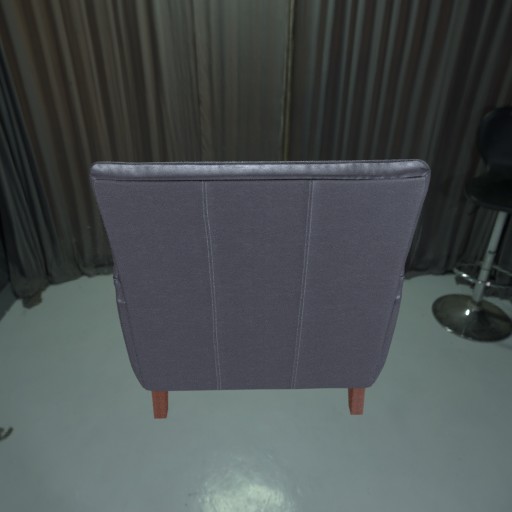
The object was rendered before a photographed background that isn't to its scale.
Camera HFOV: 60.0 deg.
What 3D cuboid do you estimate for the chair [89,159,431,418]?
[{"bbox_3d":[0.000,0.000,1.604,0.870,0.943,0.825,-1,30,-1],"label":"chair"}]
